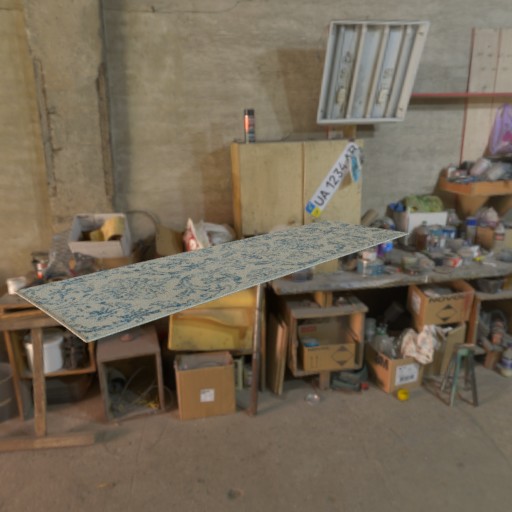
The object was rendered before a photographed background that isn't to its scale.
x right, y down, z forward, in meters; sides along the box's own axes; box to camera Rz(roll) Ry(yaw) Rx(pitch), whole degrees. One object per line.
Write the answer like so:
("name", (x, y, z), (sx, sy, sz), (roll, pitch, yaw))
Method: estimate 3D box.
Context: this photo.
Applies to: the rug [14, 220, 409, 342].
("rug", (0.000, 0.000, 2.372), (0.662, 0.011, 2.196), (15, 21, 42))
